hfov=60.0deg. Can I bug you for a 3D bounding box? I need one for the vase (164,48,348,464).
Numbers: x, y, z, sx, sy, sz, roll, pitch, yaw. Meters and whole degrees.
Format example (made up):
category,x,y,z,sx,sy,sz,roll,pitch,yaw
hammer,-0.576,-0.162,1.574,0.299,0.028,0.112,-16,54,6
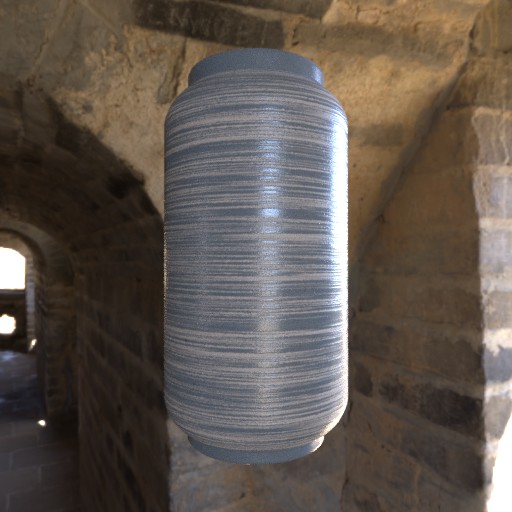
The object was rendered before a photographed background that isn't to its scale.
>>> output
category,x,y,z,sx,sy,sz,roll,pitch,yaw
vase,0.000,0.000,0.286,0.116,0.230,0.116,0,0,0
